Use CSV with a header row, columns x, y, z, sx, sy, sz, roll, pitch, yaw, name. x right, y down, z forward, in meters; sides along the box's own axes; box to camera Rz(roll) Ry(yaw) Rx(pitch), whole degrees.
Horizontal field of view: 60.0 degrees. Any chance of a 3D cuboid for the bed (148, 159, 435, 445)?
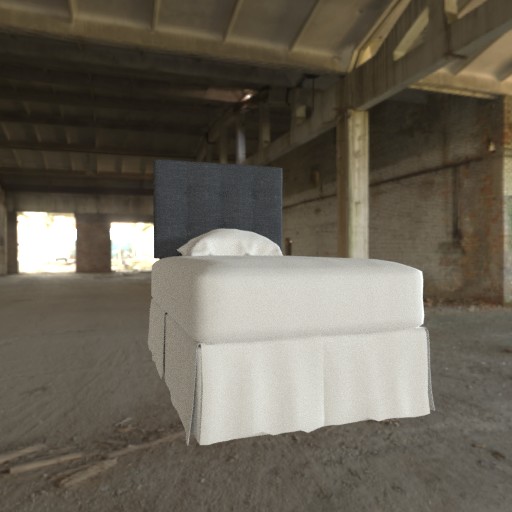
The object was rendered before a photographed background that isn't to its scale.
x,y,z,sx,sy,sz,roll,pitch,yaw,name
0.000,0.000,2.935,1.261,1.571,1.997,0,1,-19,bed
